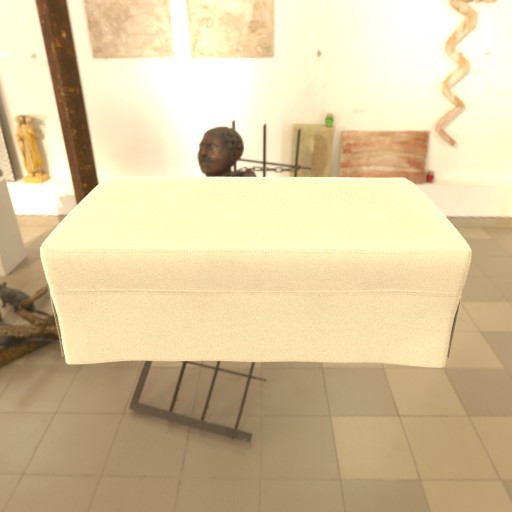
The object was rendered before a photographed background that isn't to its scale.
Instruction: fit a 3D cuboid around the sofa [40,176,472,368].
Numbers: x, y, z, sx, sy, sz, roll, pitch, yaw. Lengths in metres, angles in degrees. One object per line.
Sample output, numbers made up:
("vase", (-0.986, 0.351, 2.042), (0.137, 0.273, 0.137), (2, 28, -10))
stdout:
("sofa", (0.000, 0.000, 2.127), (1.677, 0.552, 0.939), (0, 28, 1))
